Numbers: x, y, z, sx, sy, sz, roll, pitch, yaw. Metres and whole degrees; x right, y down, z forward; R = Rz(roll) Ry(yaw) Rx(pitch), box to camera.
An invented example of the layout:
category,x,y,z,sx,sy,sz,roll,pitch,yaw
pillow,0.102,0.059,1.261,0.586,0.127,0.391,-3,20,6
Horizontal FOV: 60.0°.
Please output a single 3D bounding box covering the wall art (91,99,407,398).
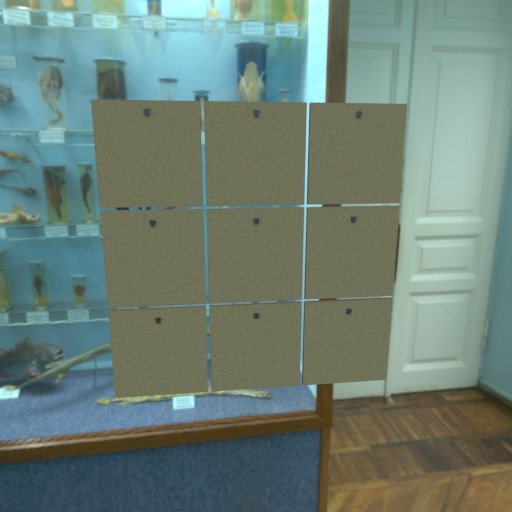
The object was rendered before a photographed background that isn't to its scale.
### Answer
category,x,y,z,sx,sy,sz,roll,pitch,yaw
wall art,0.000,0.000,1.369,0.906,0.904,0.018,-2,14,-7
